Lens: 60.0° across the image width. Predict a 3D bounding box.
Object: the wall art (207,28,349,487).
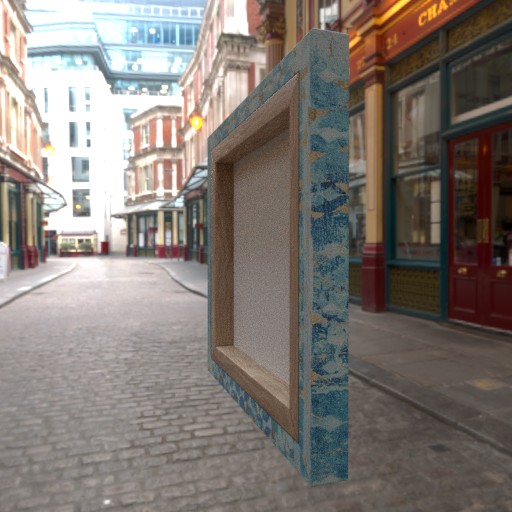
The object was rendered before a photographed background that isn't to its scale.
[{"bbox_3d":[0.000,0.000,0.587,0.037,0.405,0.405,0,1,-19],"label":"wall art"}]
